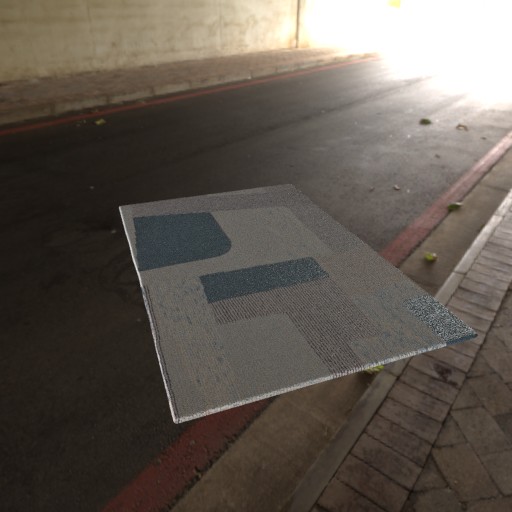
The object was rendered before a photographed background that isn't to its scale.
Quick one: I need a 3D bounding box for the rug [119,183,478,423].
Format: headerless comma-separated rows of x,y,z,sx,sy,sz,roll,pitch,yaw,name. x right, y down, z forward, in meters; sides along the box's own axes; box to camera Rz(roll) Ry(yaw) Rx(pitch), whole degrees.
0.000,0.000,2.350,1.238,0.020,1.847,-10,31,-18,rug
